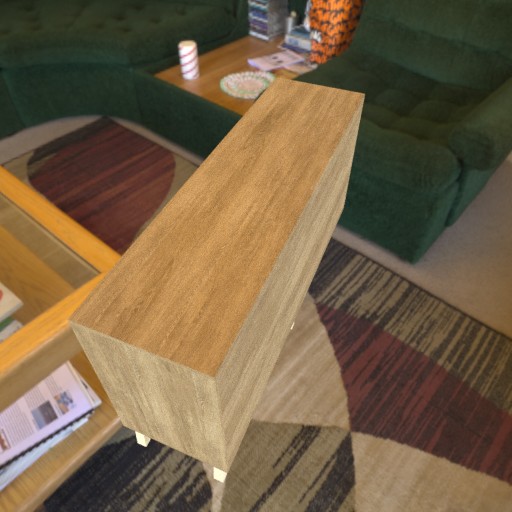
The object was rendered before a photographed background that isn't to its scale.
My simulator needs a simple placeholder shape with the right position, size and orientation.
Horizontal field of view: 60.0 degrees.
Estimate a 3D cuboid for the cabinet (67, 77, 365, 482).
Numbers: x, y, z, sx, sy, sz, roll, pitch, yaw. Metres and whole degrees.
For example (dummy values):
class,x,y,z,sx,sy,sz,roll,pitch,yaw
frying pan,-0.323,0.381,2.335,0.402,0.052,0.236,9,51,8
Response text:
class,x,y,z,sx,sy,sz,roll,pitch,yaw
cabinet,0.000,0.000,1.978,0.450,0.870,1.600,17,49,15
